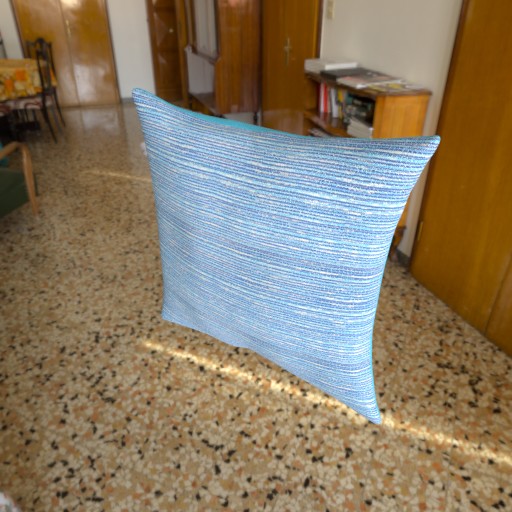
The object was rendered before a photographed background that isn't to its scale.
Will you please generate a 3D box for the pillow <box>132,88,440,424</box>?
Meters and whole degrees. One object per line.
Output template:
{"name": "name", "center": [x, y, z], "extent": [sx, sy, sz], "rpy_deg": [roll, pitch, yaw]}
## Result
{"name": "pillow", "center": [0.000, 0.000, 0.757], "extent": [0.514, 0.497, 0.150], "rpy_deg": [19, 35, 29]}
